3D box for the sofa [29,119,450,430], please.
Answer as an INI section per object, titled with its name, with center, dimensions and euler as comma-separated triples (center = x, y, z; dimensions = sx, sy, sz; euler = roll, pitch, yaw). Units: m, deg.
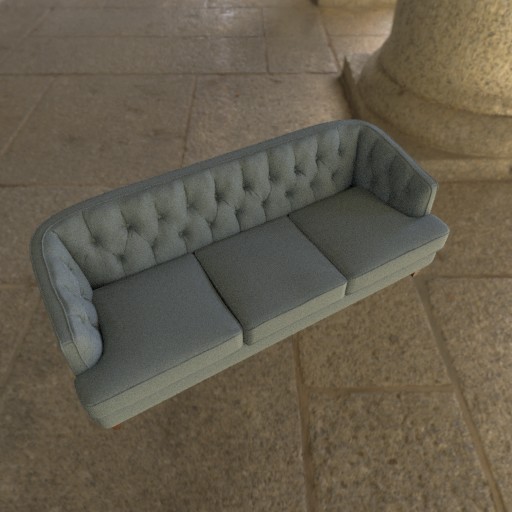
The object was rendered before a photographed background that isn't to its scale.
[sofa]
center = 0.000, 0.000, 2.608
dimensions = 2.278, 0.855, 0.941
euler = -23, 51, -20
